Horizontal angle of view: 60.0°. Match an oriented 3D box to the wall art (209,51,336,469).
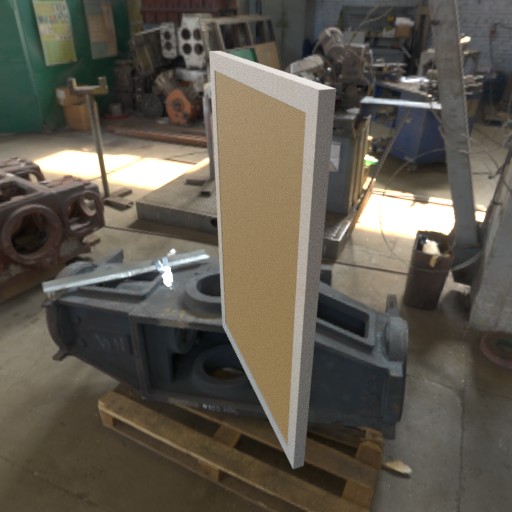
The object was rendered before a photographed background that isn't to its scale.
[{"bbox_3d":[0.000,0.000,1.434,0.038,1.143,0.764,-11,32,-18],"label":"wall art"}]
